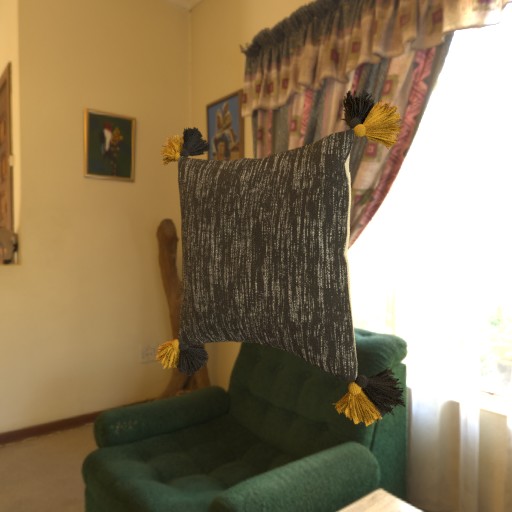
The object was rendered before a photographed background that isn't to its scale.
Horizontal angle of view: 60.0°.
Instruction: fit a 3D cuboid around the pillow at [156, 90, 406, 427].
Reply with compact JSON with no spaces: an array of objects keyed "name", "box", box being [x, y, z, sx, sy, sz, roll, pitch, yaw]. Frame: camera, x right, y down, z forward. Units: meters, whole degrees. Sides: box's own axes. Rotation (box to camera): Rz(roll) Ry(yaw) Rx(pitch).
[{"name":"pillow","box":[0.000,0.000,0.983,0.654,0.659,0.139,1,2,36]}]
